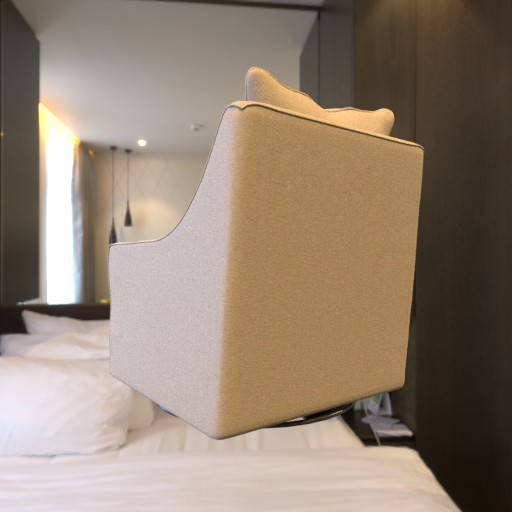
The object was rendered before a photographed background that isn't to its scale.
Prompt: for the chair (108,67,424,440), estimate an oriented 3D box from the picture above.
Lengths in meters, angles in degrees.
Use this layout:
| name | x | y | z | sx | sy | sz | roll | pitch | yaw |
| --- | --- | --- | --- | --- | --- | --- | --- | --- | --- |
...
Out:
| name | x | y | z | sx | sy | sz | roll | pitch | yaw |
| --- | --- | --- | --- | --- | --- | --- | --- | --- | --- |
| chair | 0.000 | 0.000 | 1.553 | 0.760 | 0.942 | 0.876 | 0 | 0 | -37 |
